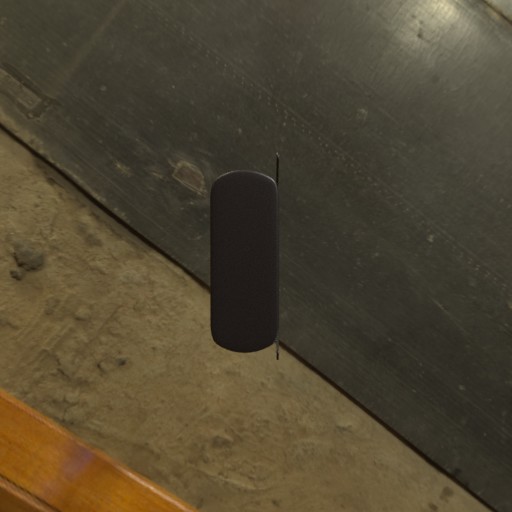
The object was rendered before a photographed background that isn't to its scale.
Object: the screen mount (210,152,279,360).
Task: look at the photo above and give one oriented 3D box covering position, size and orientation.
[{"bbox_3d":[0.000,0.000,0.876,0.090,0.729,0.393,0,91,1],"label":"screen mount"}]
